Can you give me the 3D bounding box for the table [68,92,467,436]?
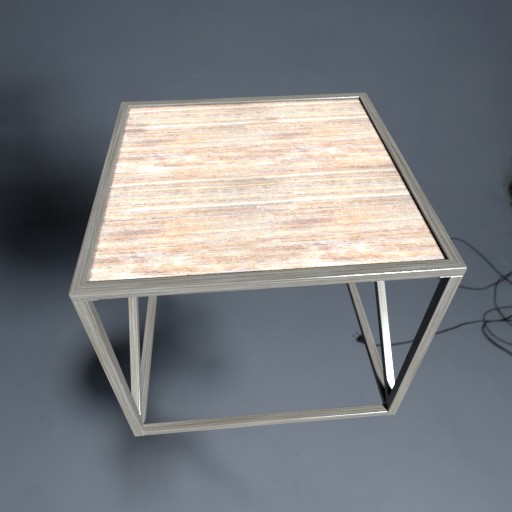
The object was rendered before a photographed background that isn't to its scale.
[{"bbox_3d":[0.000,0.000,1.066,0.609,0.507,0.611,-3,45,-3],"label":"table"}]
